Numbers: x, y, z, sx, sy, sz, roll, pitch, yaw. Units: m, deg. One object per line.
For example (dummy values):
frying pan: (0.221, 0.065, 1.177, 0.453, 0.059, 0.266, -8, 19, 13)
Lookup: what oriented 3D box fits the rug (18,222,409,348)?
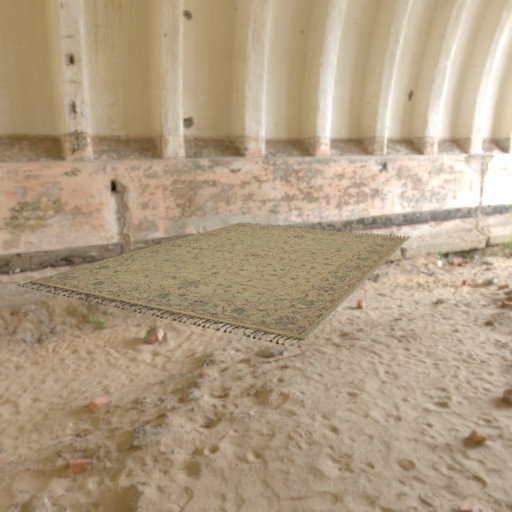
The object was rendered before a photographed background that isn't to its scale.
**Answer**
rug: (0.000, 0.000, 2.274, 1.247, 0.008, 1.802, 7, 15, 27)
